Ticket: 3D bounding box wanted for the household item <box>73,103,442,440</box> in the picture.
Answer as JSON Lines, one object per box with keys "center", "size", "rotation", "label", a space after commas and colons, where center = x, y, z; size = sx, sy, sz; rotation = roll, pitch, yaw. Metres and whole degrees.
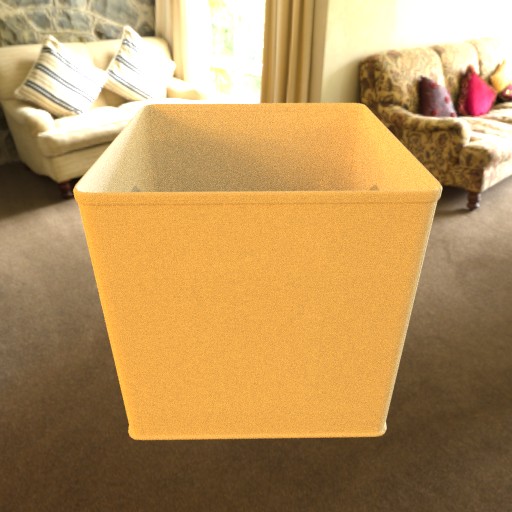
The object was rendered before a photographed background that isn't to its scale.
{"center": [0.000, 0.000, 0.557], "size": [0.305, 0.305, 0.305], "rotation": [0, 32, -1], "label": "household item"}
